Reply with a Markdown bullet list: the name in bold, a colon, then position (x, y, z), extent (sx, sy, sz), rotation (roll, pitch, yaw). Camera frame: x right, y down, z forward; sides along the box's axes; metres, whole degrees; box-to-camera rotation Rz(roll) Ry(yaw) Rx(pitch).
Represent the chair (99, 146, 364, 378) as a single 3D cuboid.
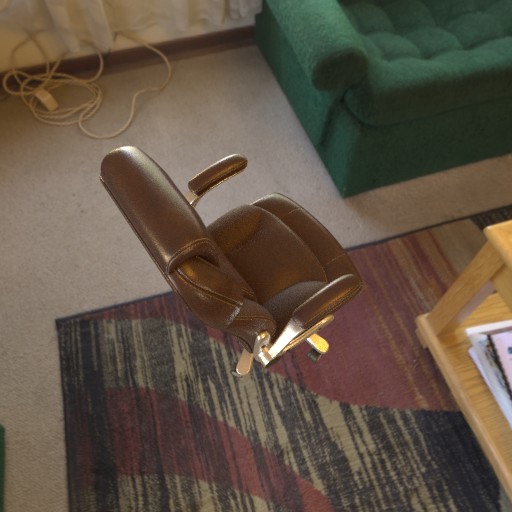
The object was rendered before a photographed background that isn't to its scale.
- **chair**: position (0.000, 0.000, 1.656), extent (0.774, 1.160, 0.733), rotation (-30, 63, -18)
